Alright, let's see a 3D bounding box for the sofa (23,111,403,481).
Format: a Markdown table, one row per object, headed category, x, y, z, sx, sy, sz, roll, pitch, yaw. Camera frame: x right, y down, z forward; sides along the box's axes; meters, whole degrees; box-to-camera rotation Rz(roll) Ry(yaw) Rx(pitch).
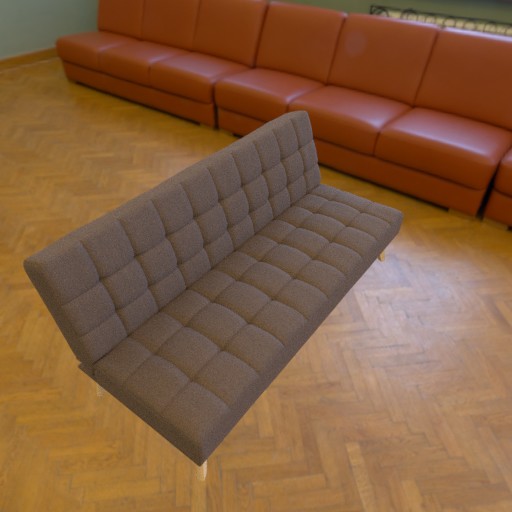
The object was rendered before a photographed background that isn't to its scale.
| category | x | y | z | sx | sy | sz | roll | pitch | yaw |
| --- | --- | --- | --- | --- | --- | --- | --- | --- | --- |
| sofa | 0.000 | 0.000 | 2.227 | 0.860 | 0.810 | 1.800 | 26 | 46 | 28 |
